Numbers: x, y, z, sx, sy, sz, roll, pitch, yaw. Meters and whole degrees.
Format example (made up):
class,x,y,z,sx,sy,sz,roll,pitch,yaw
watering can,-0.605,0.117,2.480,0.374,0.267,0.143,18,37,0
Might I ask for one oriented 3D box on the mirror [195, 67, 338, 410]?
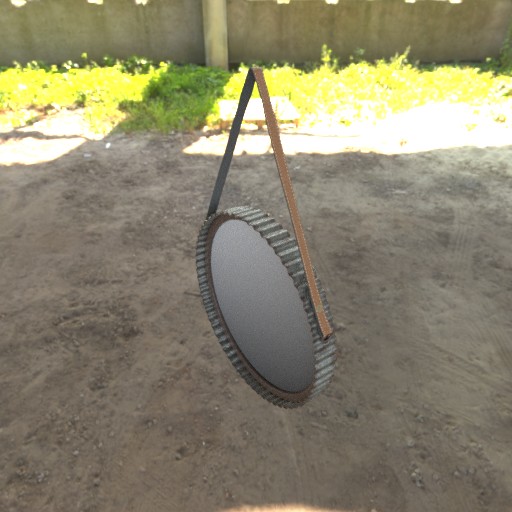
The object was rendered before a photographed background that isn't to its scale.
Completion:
class,x,y,z,sx,sy,sz,roll,pitch,yaw
mirror,0.000,0.000,0.716,0.042,0.568,0.355,-21,37,-30
